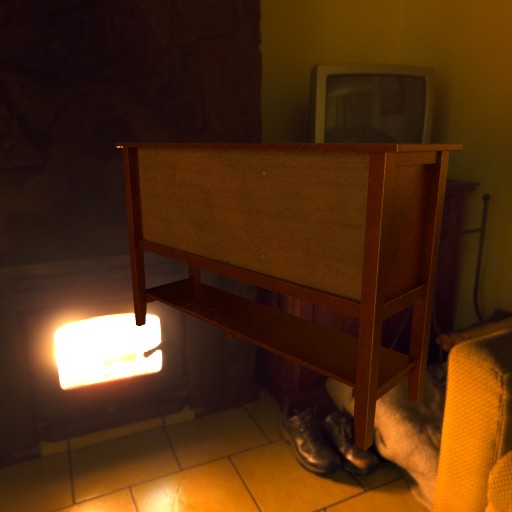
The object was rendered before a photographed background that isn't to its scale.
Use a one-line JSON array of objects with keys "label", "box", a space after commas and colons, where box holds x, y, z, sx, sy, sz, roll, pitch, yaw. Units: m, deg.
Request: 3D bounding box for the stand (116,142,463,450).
[{"label": "stand", "box": [0.000, 0.000, 1.766, 1.362, 0.872, 0.410, 14, 20, 43]}]
